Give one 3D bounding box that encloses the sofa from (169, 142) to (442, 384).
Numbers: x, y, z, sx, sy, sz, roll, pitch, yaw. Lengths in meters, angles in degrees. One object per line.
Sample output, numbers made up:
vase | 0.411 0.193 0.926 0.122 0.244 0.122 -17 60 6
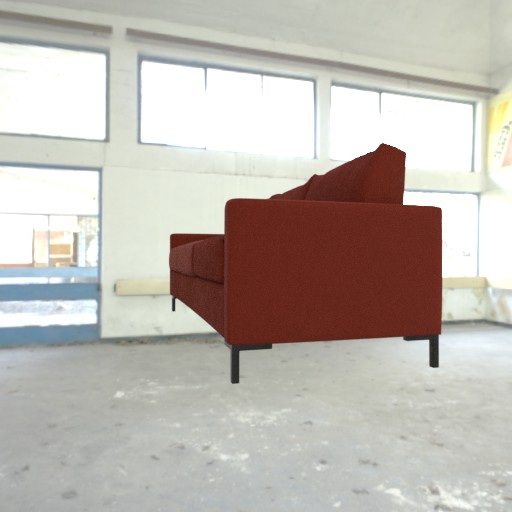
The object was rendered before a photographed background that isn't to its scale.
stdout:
sofa | 0.000 0.000 2.649 0.875 0.879 2.252 0 0 -16
